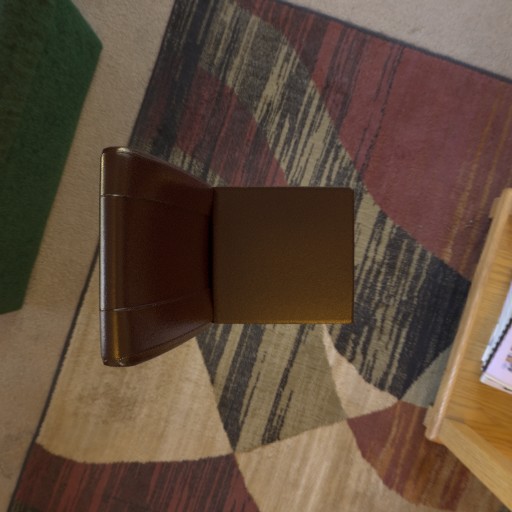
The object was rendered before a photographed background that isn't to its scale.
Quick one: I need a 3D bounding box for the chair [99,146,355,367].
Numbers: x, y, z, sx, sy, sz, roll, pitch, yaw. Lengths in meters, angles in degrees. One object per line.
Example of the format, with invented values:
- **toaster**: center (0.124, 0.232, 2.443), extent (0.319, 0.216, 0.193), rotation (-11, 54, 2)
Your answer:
- **chair**: center (0.000, 0.000, 1.211), extent (0.556, 0.897, 0.399), rotation (0, 90, -1)
